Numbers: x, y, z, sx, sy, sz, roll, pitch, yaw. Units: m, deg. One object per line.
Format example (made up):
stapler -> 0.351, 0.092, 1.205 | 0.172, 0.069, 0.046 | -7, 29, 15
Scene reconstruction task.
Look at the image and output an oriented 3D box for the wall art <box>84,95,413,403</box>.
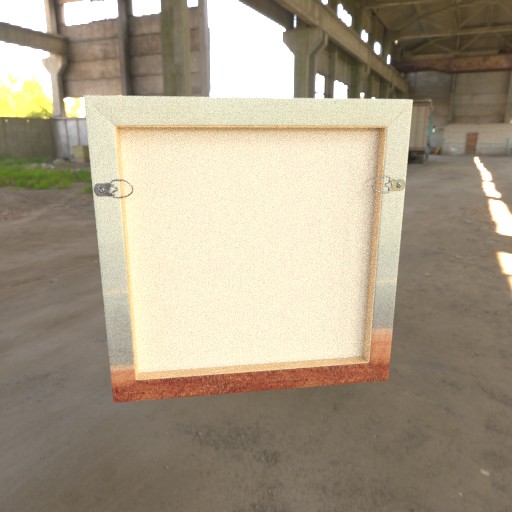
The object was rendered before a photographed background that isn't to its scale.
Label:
wall art -> 0.000, 0.000, 0.601 | 0.405, 0.405, 0.023 | -2, 15, -8
